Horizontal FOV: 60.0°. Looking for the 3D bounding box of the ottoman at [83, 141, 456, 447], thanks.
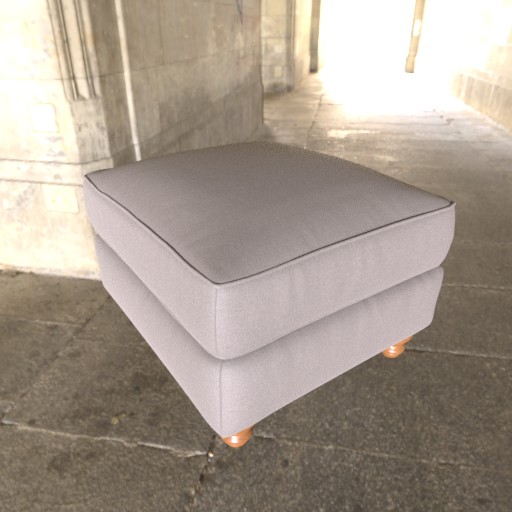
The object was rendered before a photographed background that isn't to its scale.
[{"bbox_3d":[0.000,0.000,1.148,0.662,0.505,0.721,-18,32,-31],"label":"ottoman"}]
